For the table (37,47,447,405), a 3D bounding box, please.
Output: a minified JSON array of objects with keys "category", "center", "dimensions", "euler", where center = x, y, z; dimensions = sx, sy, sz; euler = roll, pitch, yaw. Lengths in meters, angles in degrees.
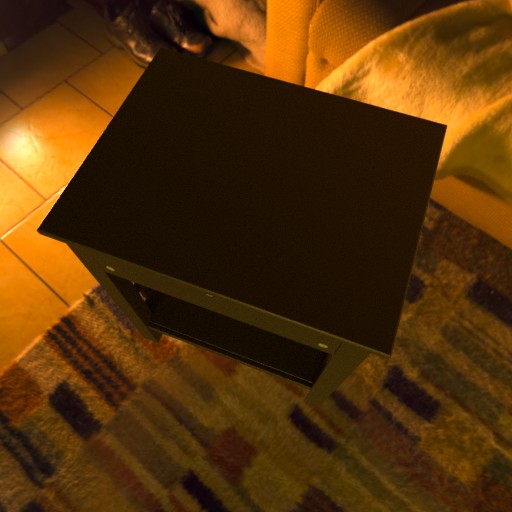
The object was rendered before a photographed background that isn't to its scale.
[{"category":"table","center":[0.000,0.000,1.028],"dimensions":[0.564,0.646,0.451],"euler":[19,65,9]}]
